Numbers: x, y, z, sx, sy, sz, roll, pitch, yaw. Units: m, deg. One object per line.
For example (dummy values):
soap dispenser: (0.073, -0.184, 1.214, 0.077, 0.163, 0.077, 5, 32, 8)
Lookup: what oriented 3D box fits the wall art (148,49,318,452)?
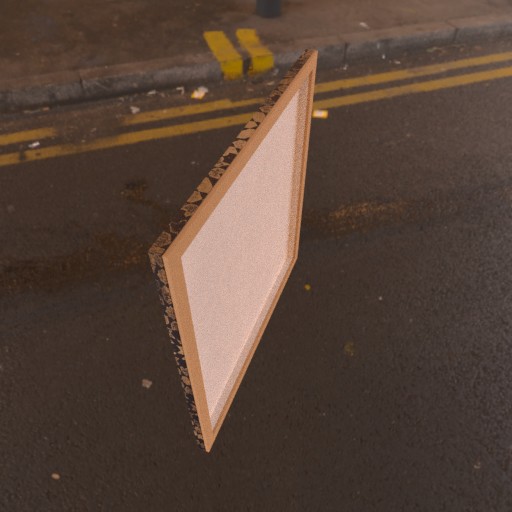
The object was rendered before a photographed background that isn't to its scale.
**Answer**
wall art: (0.000, 0.000, 1.375, 0.038, 0.914, 0.914, 16, 49, 15)
